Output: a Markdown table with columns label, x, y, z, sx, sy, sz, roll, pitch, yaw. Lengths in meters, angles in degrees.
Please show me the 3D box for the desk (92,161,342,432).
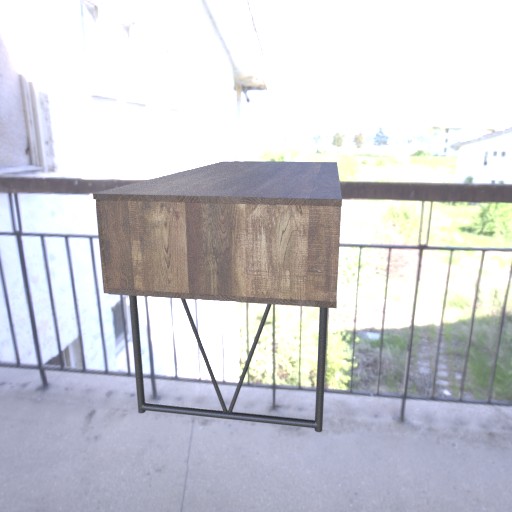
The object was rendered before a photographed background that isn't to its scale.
| label | x | y | z | sx | sy | sz | roll | pitch | yaw |
| --- | --- | --- | --- | --- | --- | --- | --- | --- | --- |
| desk | 0.000 | 0.000 | 2.091 | 0.730 | 0.780 | 1.600 | 3 | 16 | 9 |
